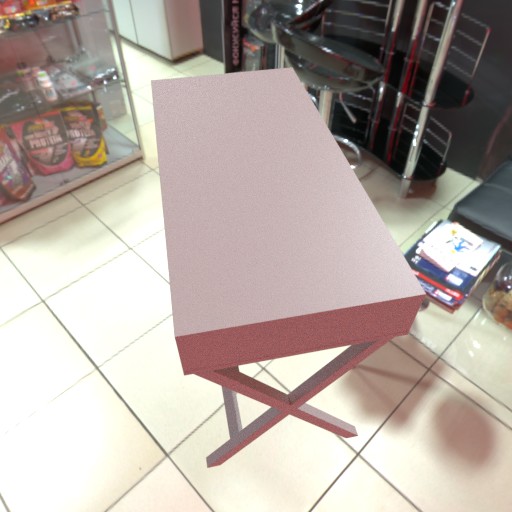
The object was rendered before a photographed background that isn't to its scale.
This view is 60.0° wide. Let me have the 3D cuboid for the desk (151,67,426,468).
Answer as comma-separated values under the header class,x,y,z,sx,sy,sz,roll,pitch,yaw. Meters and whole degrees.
class,x,y,z,sx,sy,sz,roll,pitch,yaw
desk,0.000,0.000,1.497,0.525,0.780,1.057,-9,48,-8
